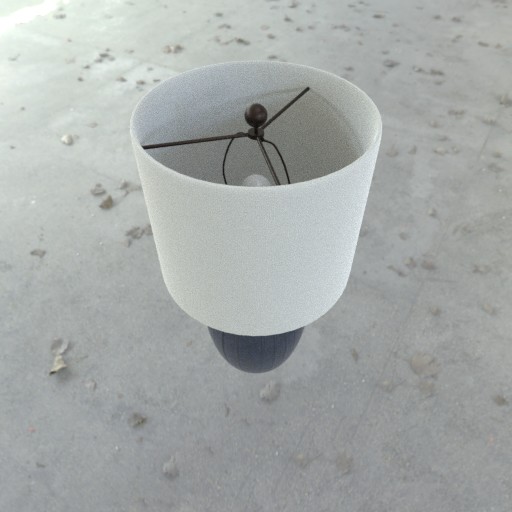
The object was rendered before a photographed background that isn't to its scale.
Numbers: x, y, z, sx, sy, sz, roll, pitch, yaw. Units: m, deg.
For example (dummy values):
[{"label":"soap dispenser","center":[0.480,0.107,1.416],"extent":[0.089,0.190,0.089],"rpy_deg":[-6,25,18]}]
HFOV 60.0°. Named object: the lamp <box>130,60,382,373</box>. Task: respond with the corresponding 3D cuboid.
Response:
[{"label":"lamp","center":[0.000,0.000,0.782],"extent":[0.329,0.570,0.329],"rpy_deg":[24,51,21]}]
